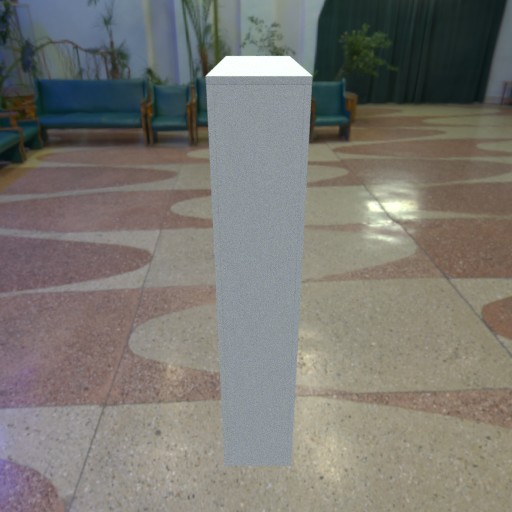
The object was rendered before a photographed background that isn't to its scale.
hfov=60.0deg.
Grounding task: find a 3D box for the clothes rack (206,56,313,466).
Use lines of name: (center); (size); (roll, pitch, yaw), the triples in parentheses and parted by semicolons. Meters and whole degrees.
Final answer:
clothes rack: (0.000, 0.000, 1.603); (0.250, 1.280, 0.750); (0, 27, 0)
